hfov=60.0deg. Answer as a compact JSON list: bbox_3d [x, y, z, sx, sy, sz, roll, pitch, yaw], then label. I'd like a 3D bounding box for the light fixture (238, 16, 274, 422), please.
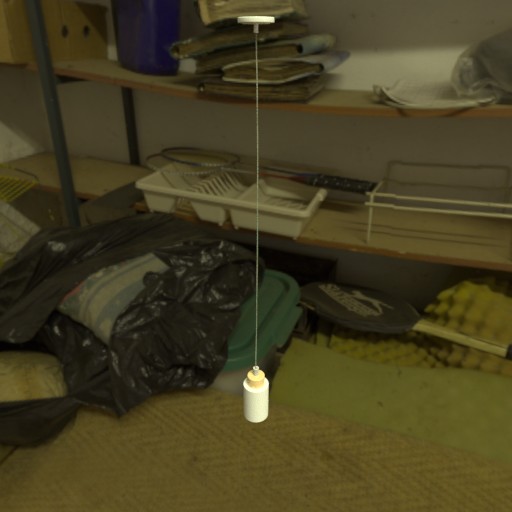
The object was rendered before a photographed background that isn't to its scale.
[{"bbox_3d":[0.000,0.000,1.894,0.125,1.798,0.125,0,26,-1],"label":"light fixture"}]
